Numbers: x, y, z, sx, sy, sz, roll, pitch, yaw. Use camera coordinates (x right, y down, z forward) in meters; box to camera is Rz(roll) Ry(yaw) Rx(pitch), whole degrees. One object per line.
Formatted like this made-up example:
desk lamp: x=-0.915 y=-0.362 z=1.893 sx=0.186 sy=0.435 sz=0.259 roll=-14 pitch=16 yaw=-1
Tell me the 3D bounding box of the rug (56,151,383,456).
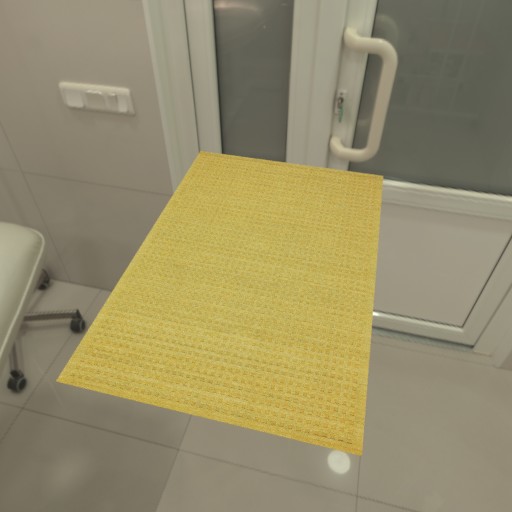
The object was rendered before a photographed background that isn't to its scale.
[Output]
rug: x=0.000 y=0.000 z=3.732 sx=1.981 sy=0.006 sz=2.895 roll=10 pitch=46 yaw=10
